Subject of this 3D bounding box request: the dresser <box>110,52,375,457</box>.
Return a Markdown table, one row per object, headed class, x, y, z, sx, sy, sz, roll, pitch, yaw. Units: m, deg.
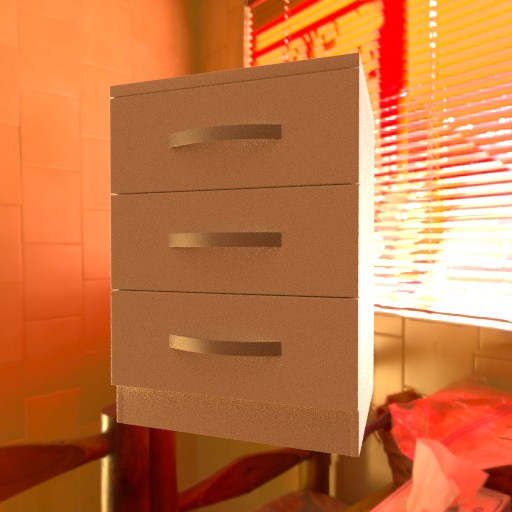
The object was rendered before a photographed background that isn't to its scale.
| class | x | y | z | sx | sy | sz | roll | pitch | yaw |
| --- | --- | --- | --- | --- | --- | --- | --- | --- | --- |
| dresser | 0.000 | 0.000 | 0.818 | 0.400 | 0.560 | 0.360 | 0 | 1 | 18 |
